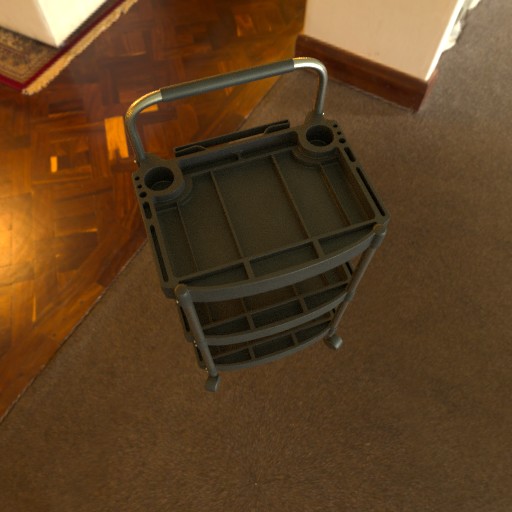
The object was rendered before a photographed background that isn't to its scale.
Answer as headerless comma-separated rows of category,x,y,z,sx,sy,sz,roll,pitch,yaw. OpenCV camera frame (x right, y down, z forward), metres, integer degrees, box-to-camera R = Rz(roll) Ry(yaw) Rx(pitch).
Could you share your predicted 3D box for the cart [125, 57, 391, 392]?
cart,0.000,0.000,1.396,0.584,1.075,0.518,-17,64,-8
